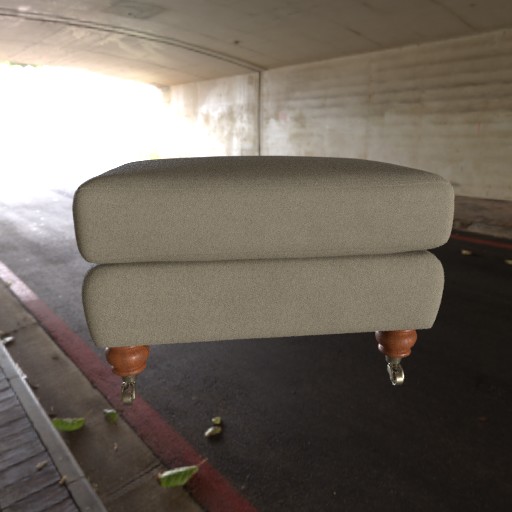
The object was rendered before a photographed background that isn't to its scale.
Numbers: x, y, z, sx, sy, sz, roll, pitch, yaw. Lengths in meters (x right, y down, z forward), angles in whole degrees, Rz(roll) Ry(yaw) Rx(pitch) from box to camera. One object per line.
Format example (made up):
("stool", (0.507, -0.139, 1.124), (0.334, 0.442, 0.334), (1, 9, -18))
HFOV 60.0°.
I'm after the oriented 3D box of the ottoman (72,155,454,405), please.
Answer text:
("ottoman", (0.000, 0.000, 1.157), (0.773, 0.504, 0.569), (-2, 16, -7))
